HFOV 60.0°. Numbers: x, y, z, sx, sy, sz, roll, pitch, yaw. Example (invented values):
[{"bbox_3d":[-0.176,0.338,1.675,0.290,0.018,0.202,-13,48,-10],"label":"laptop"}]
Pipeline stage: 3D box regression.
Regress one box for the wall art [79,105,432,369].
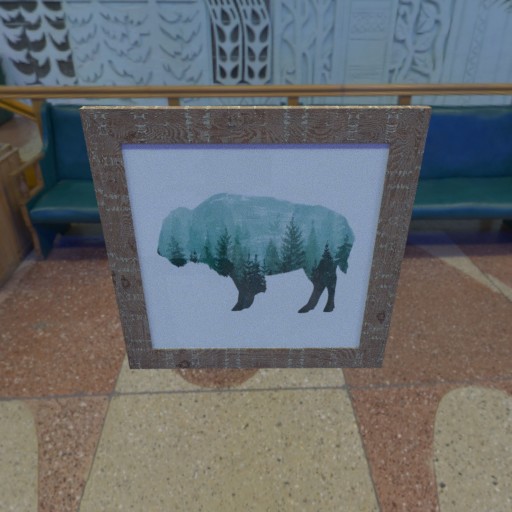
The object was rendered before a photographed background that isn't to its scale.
[{"bbox_3d":[0.000,0.000,0.582,0.380,0.380,0.022,0,30,0],"label":"wall art"}]
